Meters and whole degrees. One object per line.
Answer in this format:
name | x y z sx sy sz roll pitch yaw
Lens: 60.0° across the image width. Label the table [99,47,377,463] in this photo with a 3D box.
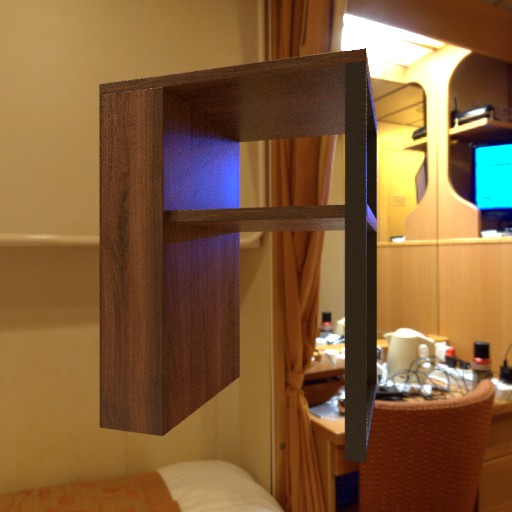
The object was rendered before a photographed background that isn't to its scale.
table | 0.000 0.000 1.537 0.786 1.041 0.660 0 0 18
